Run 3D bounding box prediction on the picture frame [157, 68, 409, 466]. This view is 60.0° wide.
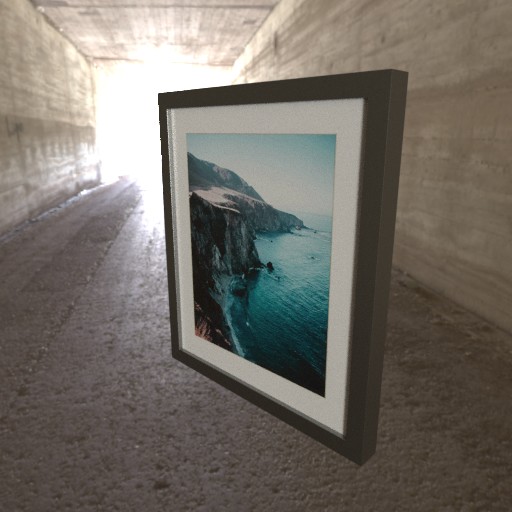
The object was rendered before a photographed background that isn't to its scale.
[{"bbox_3d":[0.000,0.000,1.334,0.839,0.968,0.073,15,21,42],"label":"picture frame"}]
